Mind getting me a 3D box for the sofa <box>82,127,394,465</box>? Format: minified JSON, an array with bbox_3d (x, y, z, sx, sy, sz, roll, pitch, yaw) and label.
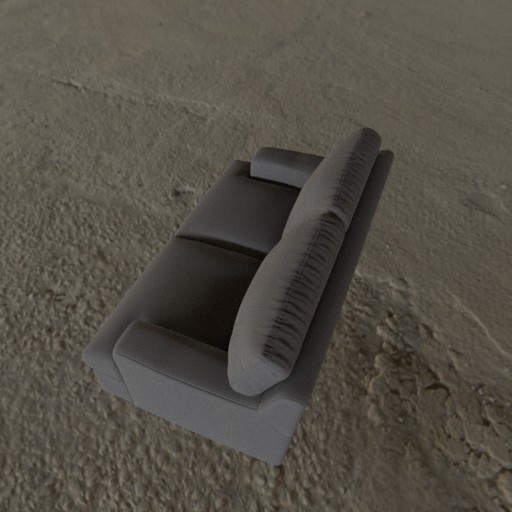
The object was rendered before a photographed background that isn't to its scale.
[{"bbox_3d":[0.000,0.000,2.551,1.143,0.940,1.880,17,48,15],"label":"sofa"}]
